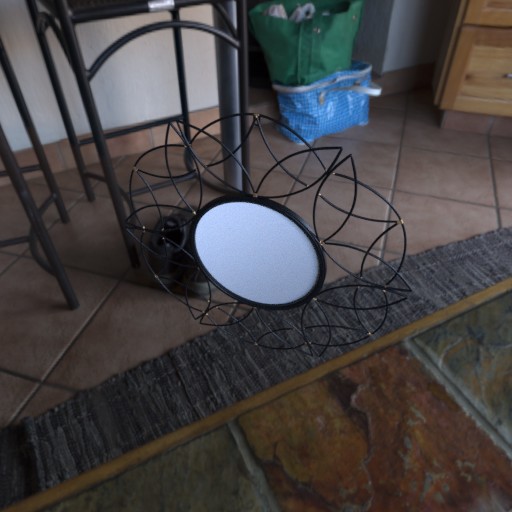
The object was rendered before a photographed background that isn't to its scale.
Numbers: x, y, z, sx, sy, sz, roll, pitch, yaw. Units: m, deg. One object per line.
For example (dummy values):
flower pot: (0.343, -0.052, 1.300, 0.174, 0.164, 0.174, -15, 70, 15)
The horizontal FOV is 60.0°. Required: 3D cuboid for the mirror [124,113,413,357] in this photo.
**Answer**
mirror: (0.000, 0.000, 1.168, 0.797, 0.775, 0.028, 13, 43, 15)
